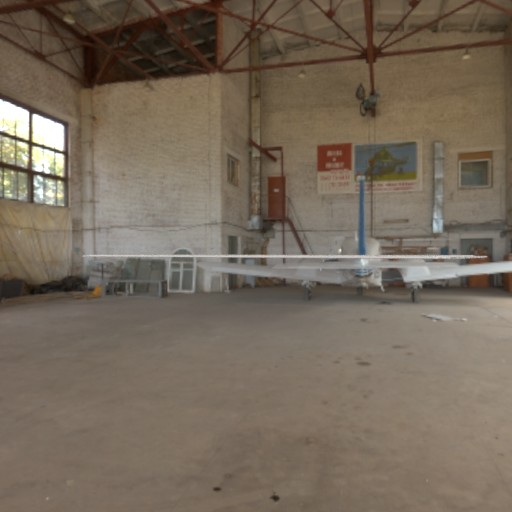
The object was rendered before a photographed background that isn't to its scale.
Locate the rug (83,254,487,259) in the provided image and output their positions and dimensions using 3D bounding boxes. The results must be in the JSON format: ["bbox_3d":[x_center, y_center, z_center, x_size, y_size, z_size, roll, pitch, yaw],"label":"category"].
[{"bbox_3d":[0.000,0.000,2.738,2.480,0.013,0.786,0,0,35],"label":"rug"}]
